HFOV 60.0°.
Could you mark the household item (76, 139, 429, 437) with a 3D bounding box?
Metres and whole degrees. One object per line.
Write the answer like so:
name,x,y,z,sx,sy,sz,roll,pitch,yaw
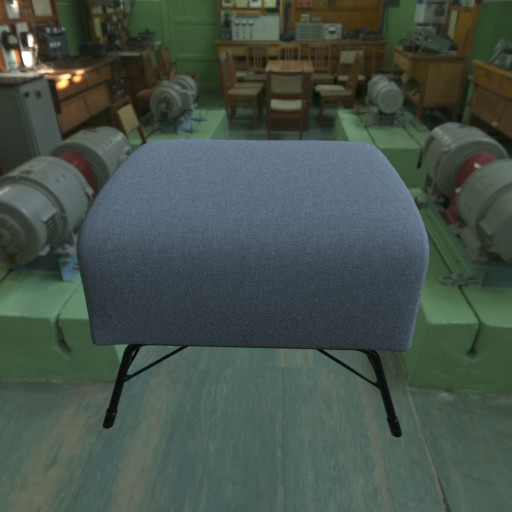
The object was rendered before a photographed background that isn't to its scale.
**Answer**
household item,0.000,0.000,0.902,0.530,0.410,0.530,1,30,2
